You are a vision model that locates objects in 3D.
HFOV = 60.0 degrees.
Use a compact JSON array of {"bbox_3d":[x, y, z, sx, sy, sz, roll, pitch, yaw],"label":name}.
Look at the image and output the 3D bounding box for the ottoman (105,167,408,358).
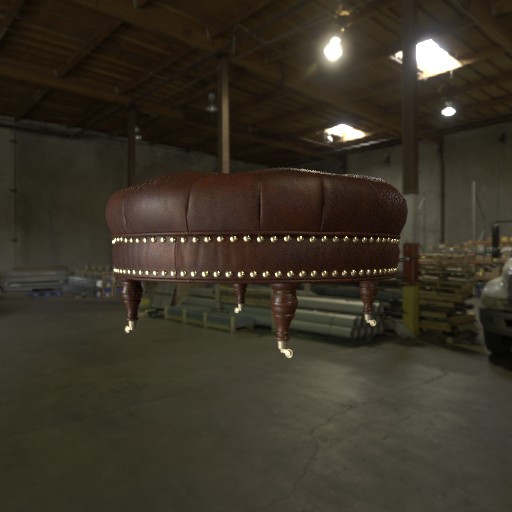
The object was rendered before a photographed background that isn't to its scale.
[{"bbox_3d":[0.000,0.000,1.386,0.901,0.455,0.901,0,0,0],"label":"ottoman"}]
